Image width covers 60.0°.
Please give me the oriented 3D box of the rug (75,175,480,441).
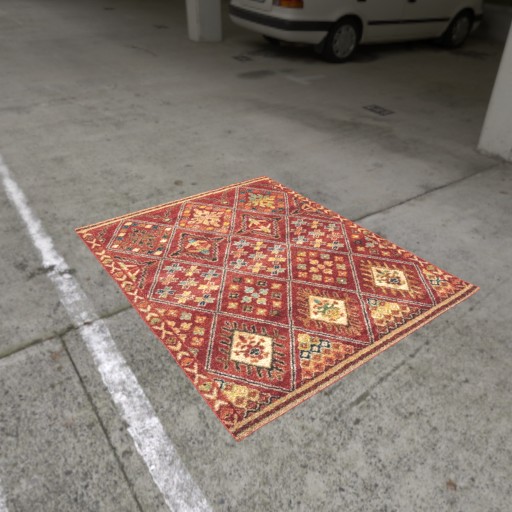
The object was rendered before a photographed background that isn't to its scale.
[{"bbox_3d":[0.000,0.000,4.204,2.489,0.030,3.086,-21,39,-29],"label":"rug"}]
